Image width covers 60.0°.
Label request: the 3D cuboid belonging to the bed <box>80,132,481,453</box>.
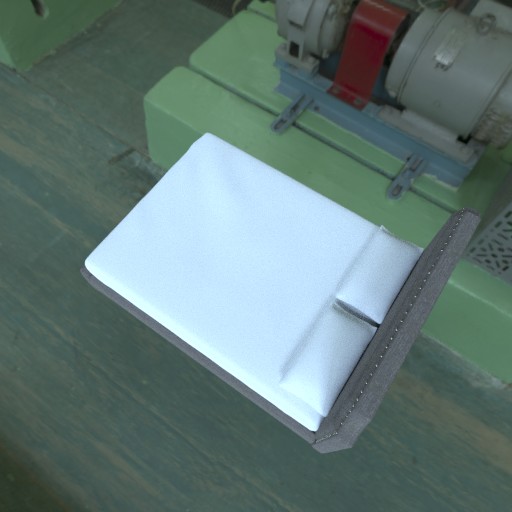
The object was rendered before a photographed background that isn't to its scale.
[{"bbox_3d":[0.000,0.000,3.406,2.381,1.457,1.713,32,68,14],"label":"bed"}]
